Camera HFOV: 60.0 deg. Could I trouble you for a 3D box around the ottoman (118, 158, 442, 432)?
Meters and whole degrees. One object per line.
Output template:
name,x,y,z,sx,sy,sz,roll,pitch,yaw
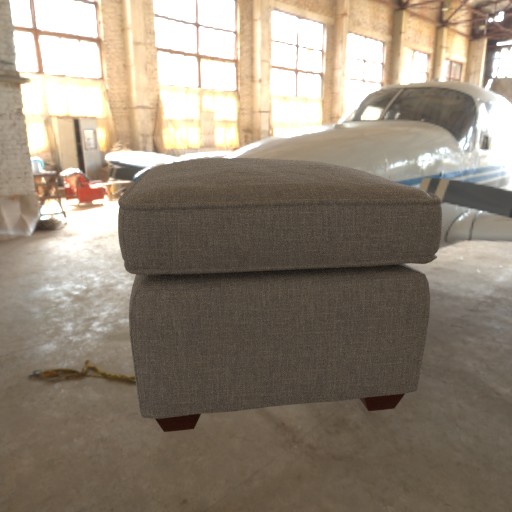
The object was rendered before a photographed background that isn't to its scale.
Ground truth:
ottoman,0.000,0.000,1.095,0.559,0.457,0.762,-3,16,-9
